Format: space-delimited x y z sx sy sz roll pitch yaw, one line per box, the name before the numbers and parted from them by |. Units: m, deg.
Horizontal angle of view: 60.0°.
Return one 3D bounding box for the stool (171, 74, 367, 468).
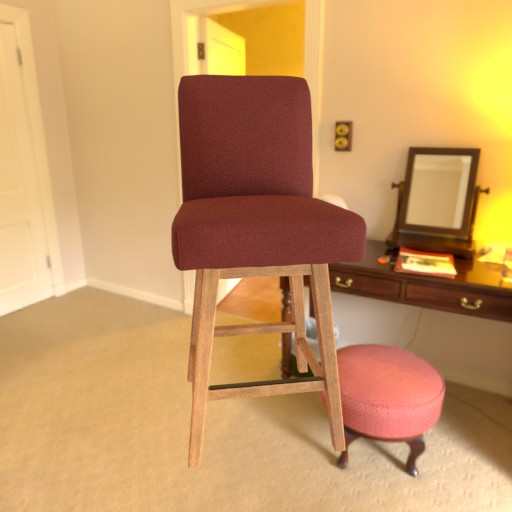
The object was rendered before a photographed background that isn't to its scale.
stool | 0.000 0.000 1.308 0.468 1.038 0.562 -3 17 -8
